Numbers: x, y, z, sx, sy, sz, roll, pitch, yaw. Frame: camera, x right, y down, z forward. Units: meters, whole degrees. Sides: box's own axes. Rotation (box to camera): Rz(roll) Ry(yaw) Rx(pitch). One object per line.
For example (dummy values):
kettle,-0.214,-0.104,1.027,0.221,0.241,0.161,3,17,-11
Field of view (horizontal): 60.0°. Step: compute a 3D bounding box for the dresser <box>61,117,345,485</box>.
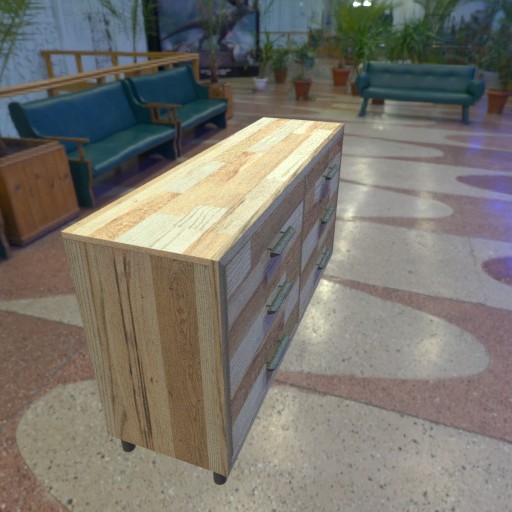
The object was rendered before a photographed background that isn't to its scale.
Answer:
dresser,0.000,0.000,1.891,0.487,0.834,1.547,10,30,18
